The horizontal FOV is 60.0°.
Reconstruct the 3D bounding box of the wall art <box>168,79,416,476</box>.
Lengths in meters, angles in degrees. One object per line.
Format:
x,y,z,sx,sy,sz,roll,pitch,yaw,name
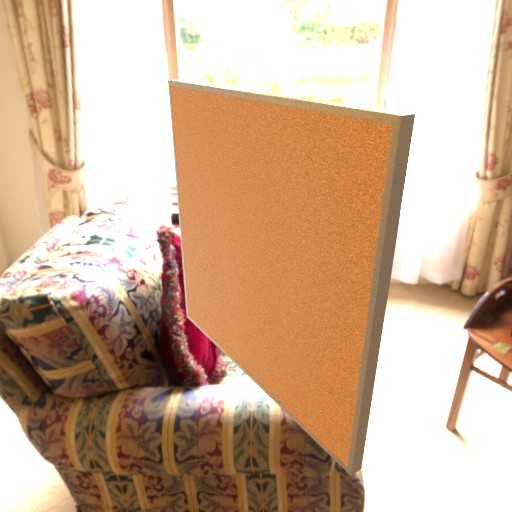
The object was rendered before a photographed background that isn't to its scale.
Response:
0.000,0.000,1.156,0.038,0.807,0.809,-18,31,-32,wall art
